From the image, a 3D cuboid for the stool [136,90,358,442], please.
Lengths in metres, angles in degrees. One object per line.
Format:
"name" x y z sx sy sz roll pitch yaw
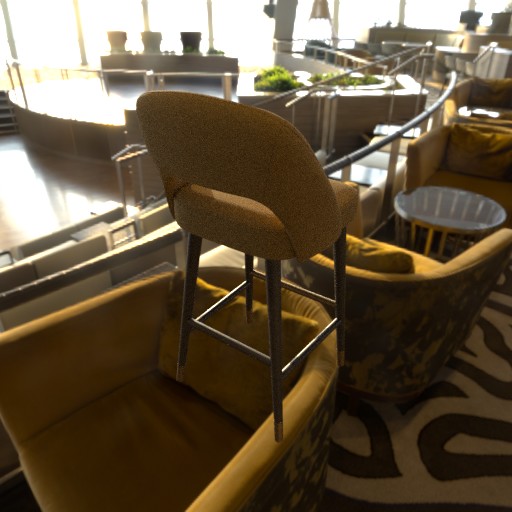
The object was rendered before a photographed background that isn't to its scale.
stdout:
"stool" 0.000 0.000 1.381 0.536 1.032 0.522 20 35 31
